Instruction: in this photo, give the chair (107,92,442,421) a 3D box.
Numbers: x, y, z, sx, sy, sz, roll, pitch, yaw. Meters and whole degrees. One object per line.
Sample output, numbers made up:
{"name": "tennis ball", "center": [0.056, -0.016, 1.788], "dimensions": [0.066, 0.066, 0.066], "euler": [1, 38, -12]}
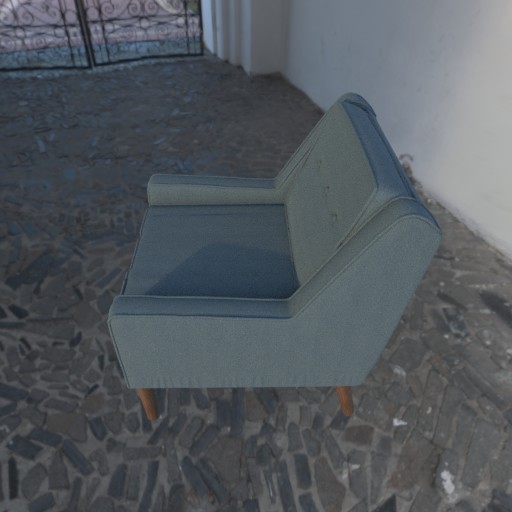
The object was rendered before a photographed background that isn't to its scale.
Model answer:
{"name": "chair", "center": [0.000, 0.000, 1.332], "dimensions": [0.733, 0.780, 0.663], "euler": [-1, 41, -1]}
